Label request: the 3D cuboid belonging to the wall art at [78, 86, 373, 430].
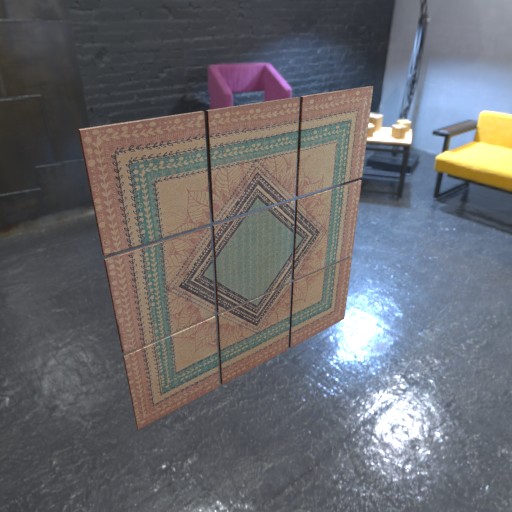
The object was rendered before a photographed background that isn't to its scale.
[{"bbox_3d":[0.000,0.000,1.832,1.215,1.213,0.013,-21,36,-32],"label":"wall art"}]
